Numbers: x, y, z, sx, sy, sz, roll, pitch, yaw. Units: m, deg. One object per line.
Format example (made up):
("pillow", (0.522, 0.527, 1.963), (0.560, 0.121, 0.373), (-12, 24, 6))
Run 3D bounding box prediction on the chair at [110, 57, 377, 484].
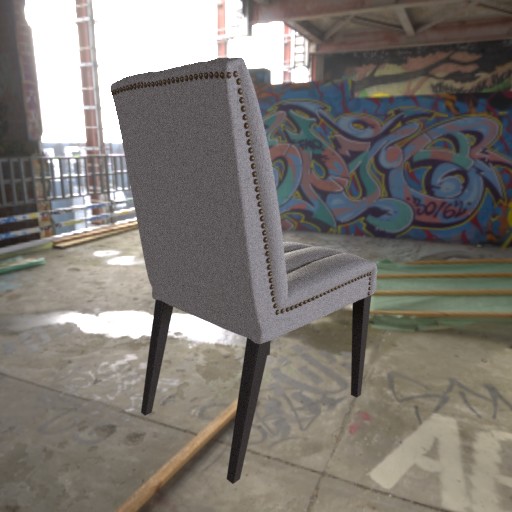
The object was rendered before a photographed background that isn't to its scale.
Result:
("chair", (0.000, 0.000, 1.363), (0.511, 1.016, 0.647), (14, 20, 43))
